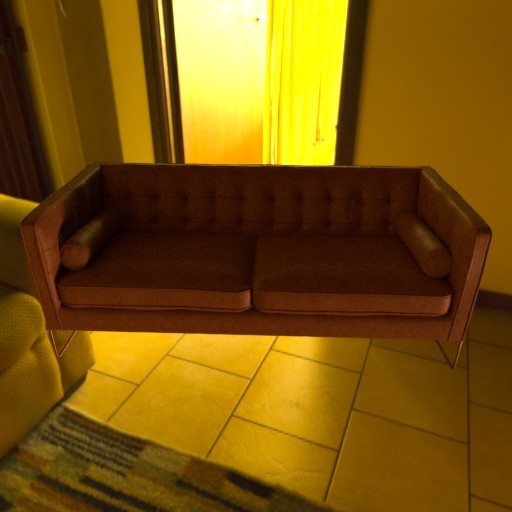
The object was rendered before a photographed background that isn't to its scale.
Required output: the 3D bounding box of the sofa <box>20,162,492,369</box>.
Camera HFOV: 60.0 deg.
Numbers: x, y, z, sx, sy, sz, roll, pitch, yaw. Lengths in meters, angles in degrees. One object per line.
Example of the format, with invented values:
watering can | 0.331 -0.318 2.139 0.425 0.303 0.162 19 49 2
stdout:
sofa | 0.000 0.000 2.468 2.079 0.798 0.912 1 28 2
